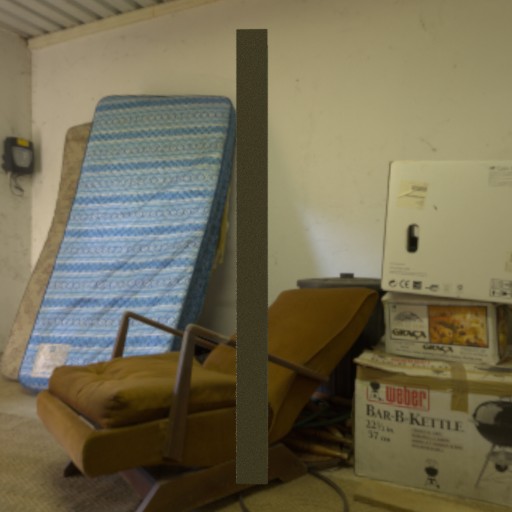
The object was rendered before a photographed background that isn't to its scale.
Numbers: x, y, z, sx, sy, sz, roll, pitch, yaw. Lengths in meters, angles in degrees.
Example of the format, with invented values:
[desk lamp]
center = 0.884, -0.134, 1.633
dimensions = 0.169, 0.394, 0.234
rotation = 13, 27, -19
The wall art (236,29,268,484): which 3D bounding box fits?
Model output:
[wall art]
center = 0.000, 0.000, 0.761
dimensions = 0.039, 0.553, 0.445
rotation = 0, 0, 1
